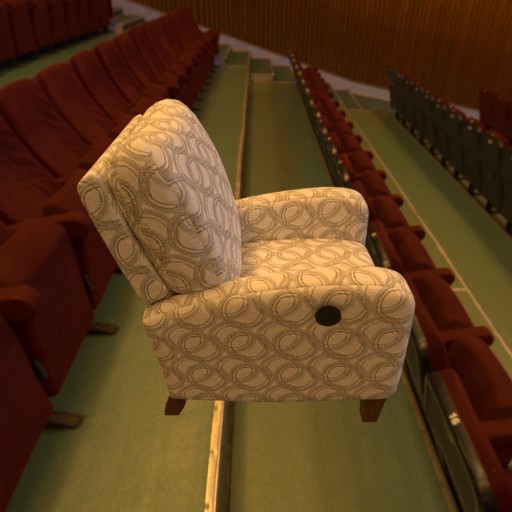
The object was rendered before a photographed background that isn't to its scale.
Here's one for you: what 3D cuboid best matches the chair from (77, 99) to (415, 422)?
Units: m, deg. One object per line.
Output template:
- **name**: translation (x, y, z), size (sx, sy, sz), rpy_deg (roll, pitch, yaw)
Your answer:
- **chair**: translation (0.000, 0.000, 1.712), size (0.995, 1.065, 0.796), rpy_deg (0, 32, 0)
